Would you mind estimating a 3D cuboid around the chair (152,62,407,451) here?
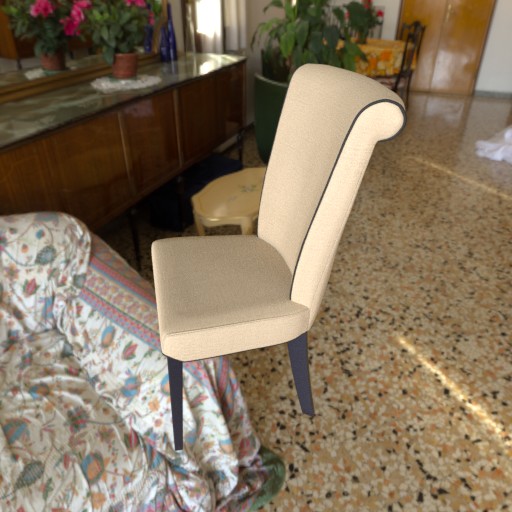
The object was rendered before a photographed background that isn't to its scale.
[{"bbox_3d":[0.000,0.000,1.331,0.623,0.997,0.522,-8,33,-12],"label":"chair"}]
